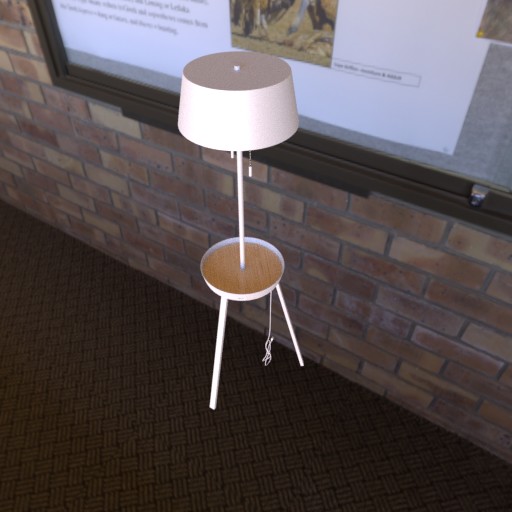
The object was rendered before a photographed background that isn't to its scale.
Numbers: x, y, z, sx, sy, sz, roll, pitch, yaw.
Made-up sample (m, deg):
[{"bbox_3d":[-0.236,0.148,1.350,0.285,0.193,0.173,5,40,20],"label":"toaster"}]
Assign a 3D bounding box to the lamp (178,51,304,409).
[{"bbox_3d":[0.000,0.000,1.710,0.468,1.429,0.508,1,42,1],"label":"lamp"}]
